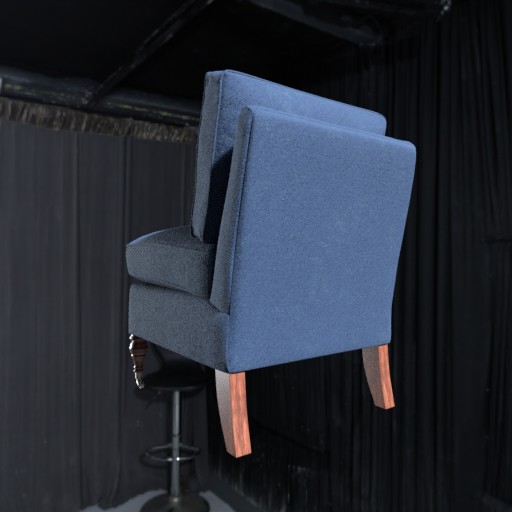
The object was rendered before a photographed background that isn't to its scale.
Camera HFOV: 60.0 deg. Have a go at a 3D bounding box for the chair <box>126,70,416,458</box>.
[{"bbox_3d":[0.000,0.000,1.651,0.724,1.052,0.912,0,1,-36],"label":"chair"}]
